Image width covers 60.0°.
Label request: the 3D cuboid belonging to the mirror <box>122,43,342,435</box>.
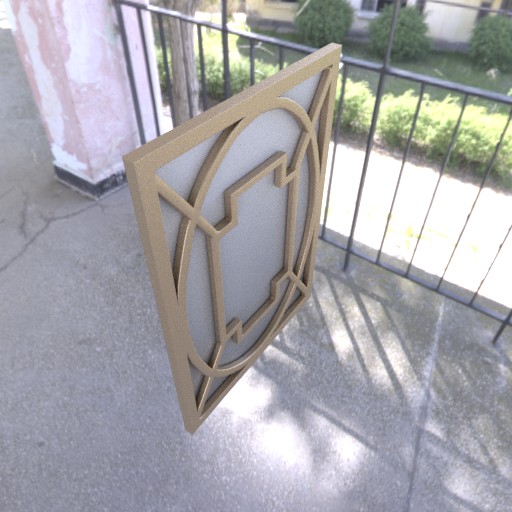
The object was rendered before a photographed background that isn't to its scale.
[{"bbox_3d":[0.000,0.000,1.340,0.032,1.023,0.756,26,49,26],"label":"mirror"}]
